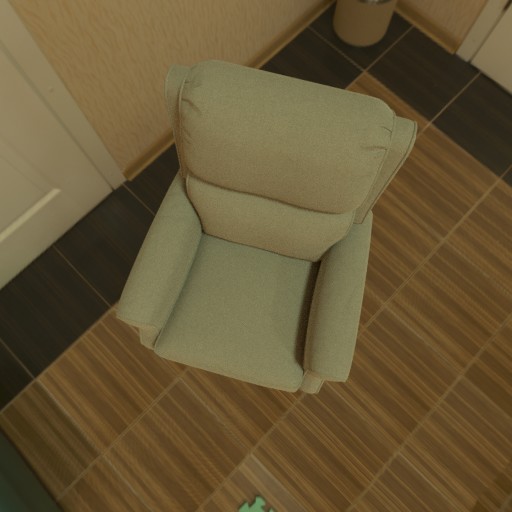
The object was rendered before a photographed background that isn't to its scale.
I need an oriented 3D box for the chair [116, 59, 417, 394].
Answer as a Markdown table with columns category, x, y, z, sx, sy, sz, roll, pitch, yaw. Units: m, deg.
| category | x | y | z | sx | sy | sz | roll | pitch | yaw |
| --- | --- | --- | --- | --- | --- | --- | --- | --- | --- |
| chair | 0.000 | 0.000 | 1.695 | 0.859 | 1.046 | 0.919 | 15 | 76 | 4 |
